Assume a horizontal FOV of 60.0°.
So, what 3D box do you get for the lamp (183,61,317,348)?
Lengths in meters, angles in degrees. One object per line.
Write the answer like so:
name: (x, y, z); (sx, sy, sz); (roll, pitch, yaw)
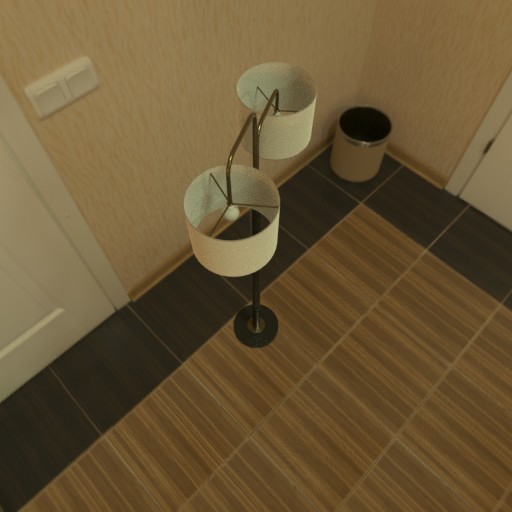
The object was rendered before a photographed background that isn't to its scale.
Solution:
lamp: (0.000, 0.000, 1.838); (0.254, 1.587, 0.711); (14, 61, 8)
